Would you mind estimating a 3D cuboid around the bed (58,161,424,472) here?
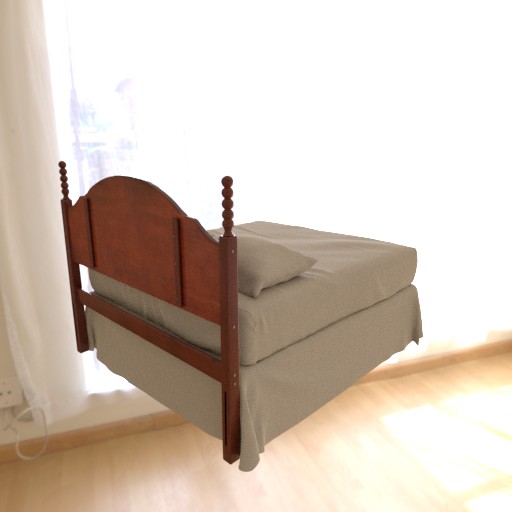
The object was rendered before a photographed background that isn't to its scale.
[{"bbox_3d":[0.000,0.000,3.185,1.873,1.356,2.040,14,21,43],"label":"bed"}]
